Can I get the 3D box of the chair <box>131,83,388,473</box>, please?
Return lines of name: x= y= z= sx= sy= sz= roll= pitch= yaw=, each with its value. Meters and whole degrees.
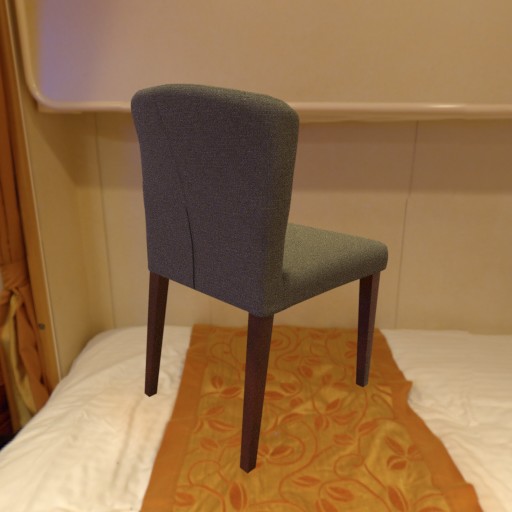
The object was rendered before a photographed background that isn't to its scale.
chair: x=0.000 y=0.000 z=1.204 sx=0.589 sy=0.839 sz=0.491 roll=-16 pitch=23 yaw=-42
